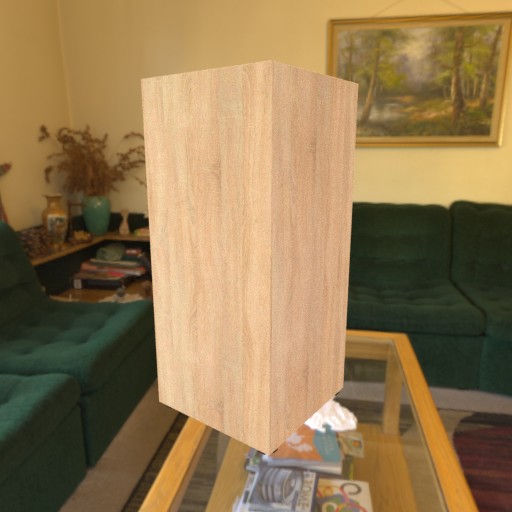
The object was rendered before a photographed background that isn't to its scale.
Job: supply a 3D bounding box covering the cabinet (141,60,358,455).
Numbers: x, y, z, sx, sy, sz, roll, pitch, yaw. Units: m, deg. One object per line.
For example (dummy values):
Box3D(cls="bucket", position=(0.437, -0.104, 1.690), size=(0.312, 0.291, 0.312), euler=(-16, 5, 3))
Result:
Box3D(cls="cabinet", position=(0.000, 0.000, 2.822), size=(1.327, 2.120, 1.094), euler=(-2, 14, -8))
